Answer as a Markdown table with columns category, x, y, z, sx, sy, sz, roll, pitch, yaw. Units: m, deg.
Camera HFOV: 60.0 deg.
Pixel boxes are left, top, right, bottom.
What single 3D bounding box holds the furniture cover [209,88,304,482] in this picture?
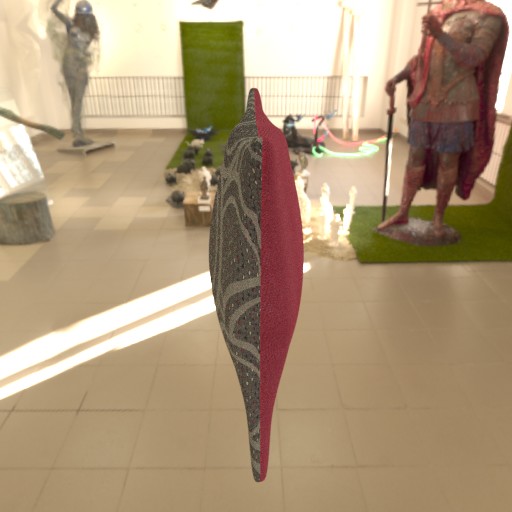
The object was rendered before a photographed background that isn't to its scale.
| category | x | y | z | sx | sy | sz | roll | pitch | yaw |
| --- | --- | --- | --- | --- | --- | --- | --- | --- | --- |
| furniture cover | 0.000 | 0.000 | 0.782 | 0.163 | 0.513 | 0.514 | -1 | 26 | -1 |
